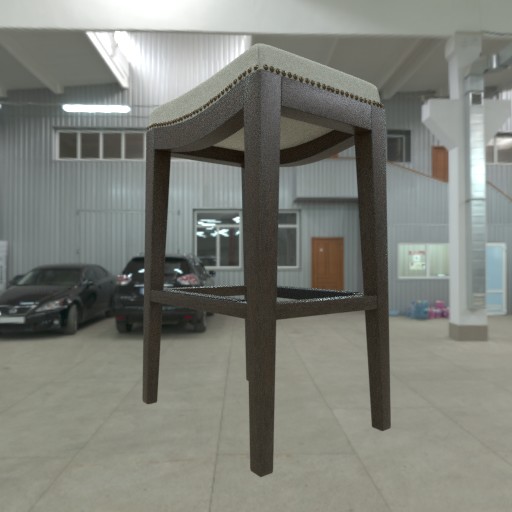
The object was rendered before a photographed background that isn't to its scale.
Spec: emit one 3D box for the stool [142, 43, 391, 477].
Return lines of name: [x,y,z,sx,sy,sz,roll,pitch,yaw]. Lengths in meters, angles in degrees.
stool: [0.000,0.000,1.053,0.358,0.759,0.498,0,0,-37]
